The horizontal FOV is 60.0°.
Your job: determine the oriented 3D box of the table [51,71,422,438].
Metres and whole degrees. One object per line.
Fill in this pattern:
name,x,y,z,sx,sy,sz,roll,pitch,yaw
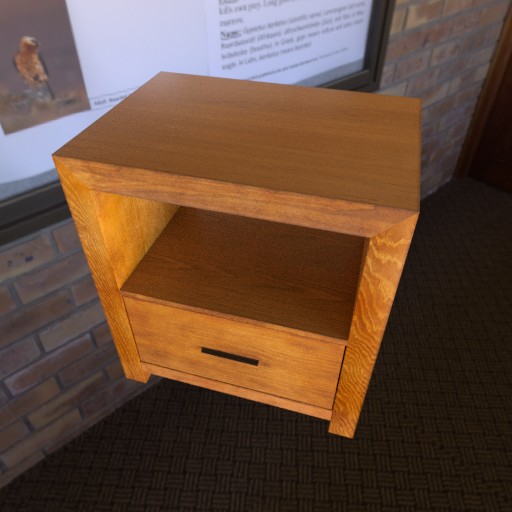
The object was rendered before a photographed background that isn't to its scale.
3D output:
table,0.000,0.000,0.966,0.550,0.605,0.400,11,42,12
